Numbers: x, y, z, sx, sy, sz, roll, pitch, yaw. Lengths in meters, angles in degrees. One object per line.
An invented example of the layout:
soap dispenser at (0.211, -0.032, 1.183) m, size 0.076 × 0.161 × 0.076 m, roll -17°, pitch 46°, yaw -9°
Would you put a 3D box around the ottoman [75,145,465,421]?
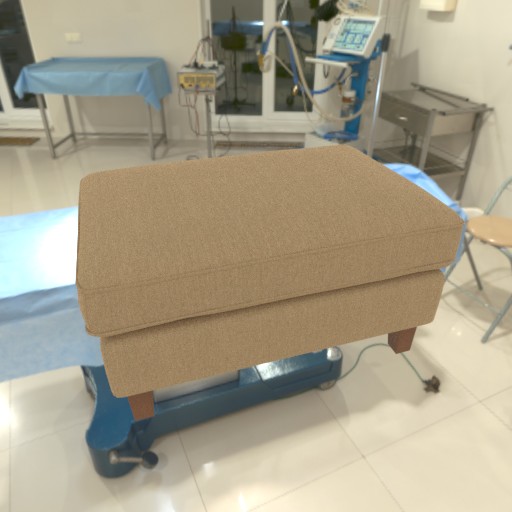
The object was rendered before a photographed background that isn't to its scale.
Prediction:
ottoman at (0.000, 0.000, 1.328) m, size 0.945 × 0.521 × 0.636 m, roll -10°, pitch 34°, yaw -15°
